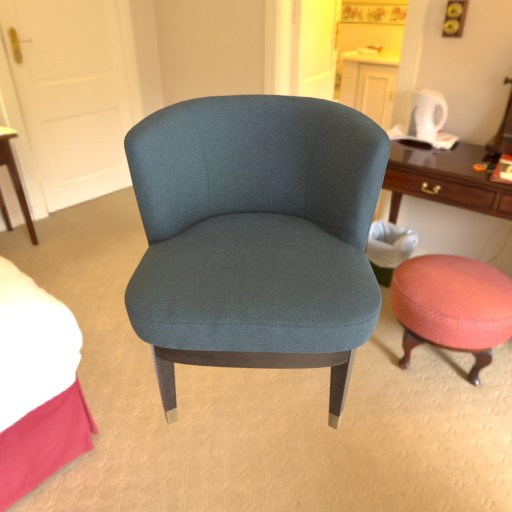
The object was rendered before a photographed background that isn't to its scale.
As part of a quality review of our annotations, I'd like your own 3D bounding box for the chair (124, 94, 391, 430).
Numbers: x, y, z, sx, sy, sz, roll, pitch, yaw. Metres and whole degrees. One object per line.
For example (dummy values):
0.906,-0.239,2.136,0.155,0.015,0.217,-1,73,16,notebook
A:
0.000,0.000,1.257,0.661,0.760,0.702,1,30,2,chair
